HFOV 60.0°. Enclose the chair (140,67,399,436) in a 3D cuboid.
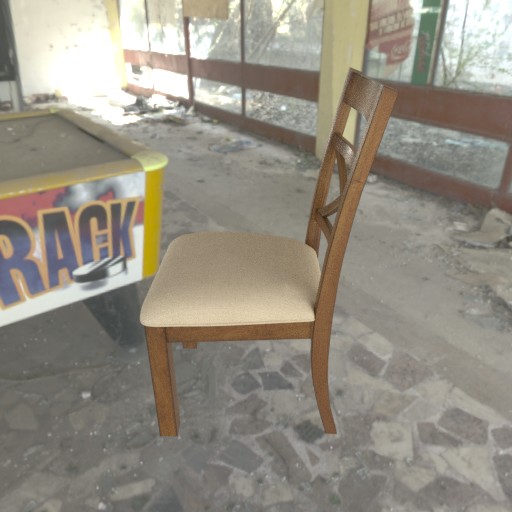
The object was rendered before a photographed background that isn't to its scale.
[{"bbox_3d":[0.000,0.000,1.247,0.581,0.949,0.461,1,28,1],"label":"chair"}]
